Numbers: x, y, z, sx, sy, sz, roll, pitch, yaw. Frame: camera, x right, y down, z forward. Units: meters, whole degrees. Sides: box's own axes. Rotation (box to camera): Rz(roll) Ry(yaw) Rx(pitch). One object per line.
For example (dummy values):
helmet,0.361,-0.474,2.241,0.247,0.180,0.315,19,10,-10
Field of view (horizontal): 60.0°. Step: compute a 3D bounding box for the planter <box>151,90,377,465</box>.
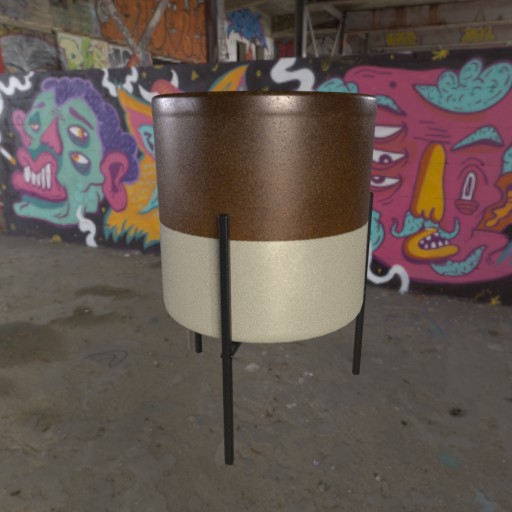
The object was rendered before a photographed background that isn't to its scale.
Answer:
planter,0.000,0.000,0.556,0.269,0.375,0.255,16,23,41
